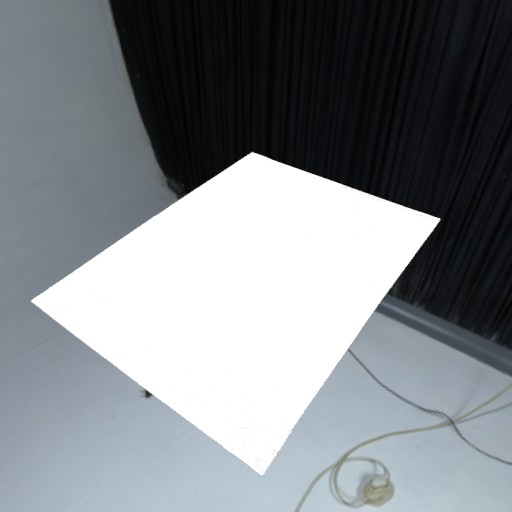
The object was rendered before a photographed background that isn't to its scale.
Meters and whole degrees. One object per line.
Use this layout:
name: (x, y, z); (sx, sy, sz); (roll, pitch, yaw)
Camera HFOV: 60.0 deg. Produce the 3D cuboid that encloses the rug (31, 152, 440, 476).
rug: (0.000, 0.000, 4.947); (2.873, 0.053, 3.778); (26, 48, 26)
